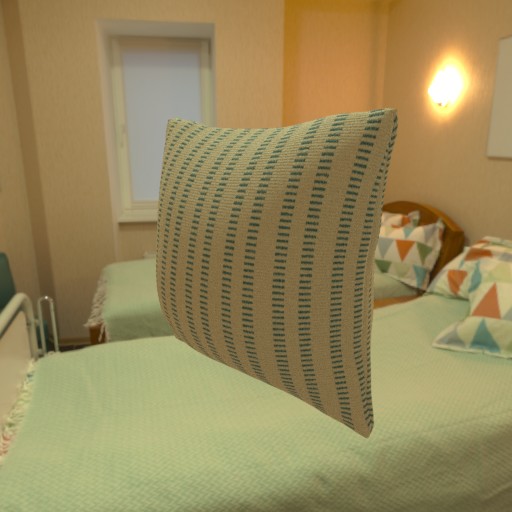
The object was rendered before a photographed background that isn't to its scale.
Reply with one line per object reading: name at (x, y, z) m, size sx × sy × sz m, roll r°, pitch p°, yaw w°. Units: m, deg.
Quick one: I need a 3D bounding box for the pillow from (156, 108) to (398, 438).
pillow at (0.000, 0.000, 0.684) m, size 0.438 × 0.419 × 0.247 m, roll 15°, pitch 21°, yaw 43°
